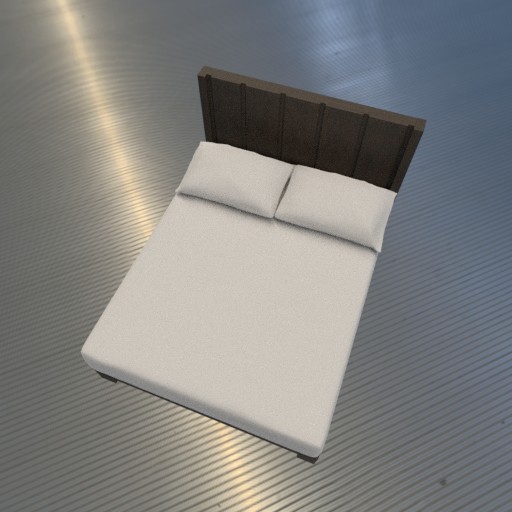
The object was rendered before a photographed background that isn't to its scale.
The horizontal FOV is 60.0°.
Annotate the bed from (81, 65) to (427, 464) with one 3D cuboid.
[{"bbox_3d":[0.000,0.000,3.284,1.727,1.270,2.242,18,60,11],"label":"bed"}]
